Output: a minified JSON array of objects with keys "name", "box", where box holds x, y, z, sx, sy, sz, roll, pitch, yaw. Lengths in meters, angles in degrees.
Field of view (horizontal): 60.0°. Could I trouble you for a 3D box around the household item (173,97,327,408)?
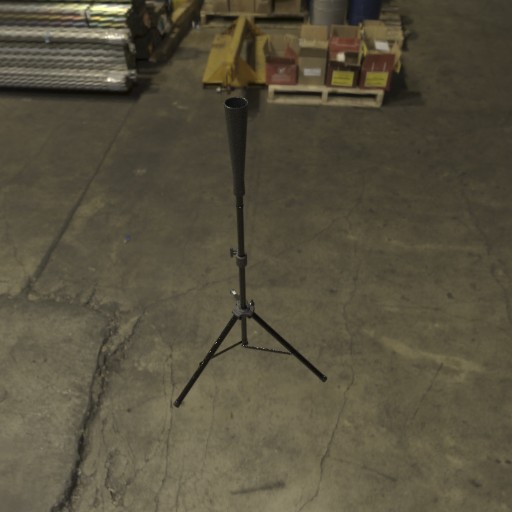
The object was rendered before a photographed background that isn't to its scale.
[{"name":"household item","box":[0.000,0.000,1.396,0.559,1.067,0.559,3,47,3]}]
